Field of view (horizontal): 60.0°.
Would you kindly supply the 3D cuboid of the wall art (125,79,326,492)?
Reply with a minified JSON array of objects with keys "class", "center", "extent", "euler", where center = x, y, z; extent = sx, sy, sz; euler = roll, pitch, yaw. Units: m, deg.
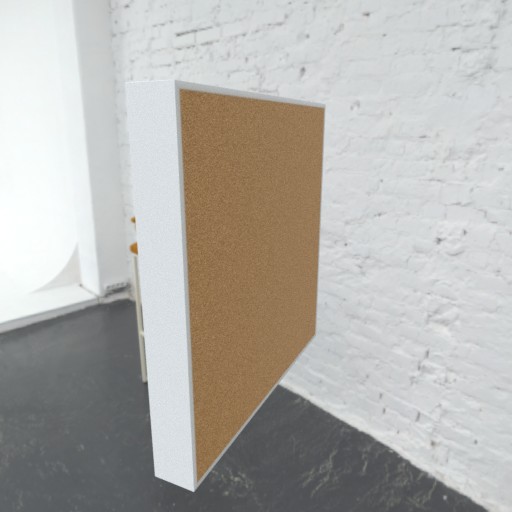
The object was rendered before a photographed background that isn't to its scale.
[{"class":"wall art","center":[0.000,0.000,0.448],"extent":[0.038,0.304,0.305],"euler":[8,18,25]}]
